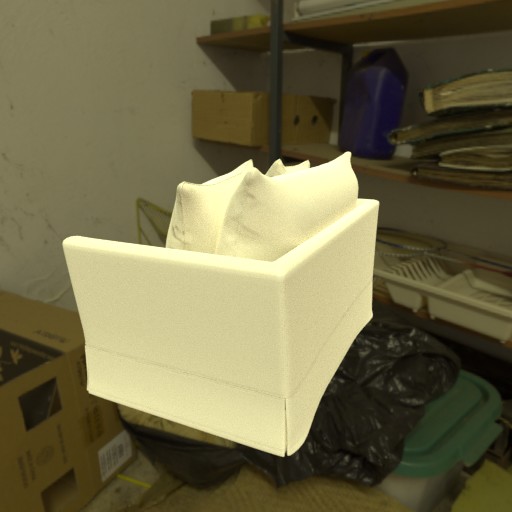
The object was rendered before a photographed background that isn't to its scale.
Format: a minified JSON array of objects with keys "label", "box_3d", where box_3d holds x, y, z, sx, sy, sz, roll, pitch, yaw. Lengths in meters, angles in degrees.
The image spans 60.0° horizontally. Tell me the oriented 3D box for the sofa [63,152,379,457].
[{"label":"sofa","box_3d":[0.000,0.000,2.333,1.026,1.039,1.608,7,18,24]}]
